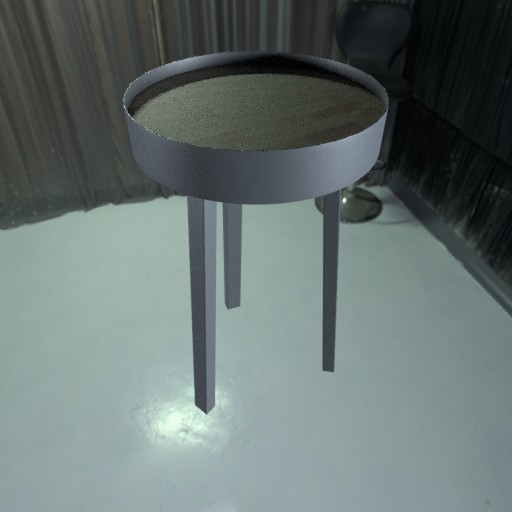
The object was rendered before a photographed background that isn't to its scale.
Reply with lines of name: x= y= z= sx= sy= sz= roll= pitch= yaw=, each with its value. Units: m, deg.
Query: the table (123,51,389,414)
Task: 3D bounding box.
table: x=0.000 y=0.000 z=0.917 sx=0.406 sy=0.686 sz=0.406 roll=-13 pitch=42 yaw=-15
